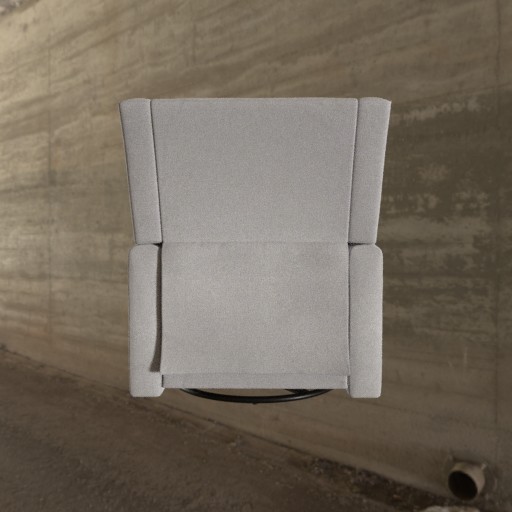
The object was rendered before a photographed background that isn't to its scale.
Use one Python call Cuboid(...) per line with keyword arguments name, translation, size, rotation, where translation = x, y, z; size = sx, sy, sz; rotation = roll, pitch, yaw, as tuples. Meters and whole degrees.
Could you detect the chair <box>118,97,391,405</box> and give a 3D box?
Cuboid(name="chair", translation=(0.000, 0.000, 1.678), size=(0.906, 0.967, 0.854), rotation=(0, 0, 1))
